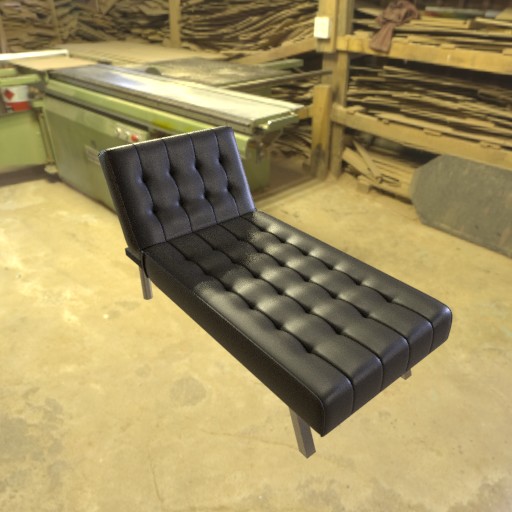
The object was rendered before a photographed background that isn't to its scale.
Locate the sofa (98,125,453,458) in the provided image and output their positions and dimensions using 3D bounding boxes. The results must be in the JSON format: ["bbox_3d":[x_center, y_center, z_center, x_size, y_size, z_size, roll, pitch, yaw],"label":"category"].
[{"bbox_3d":[0.000,0.000,2.023,0.760,0.820,1.560,-22,37,-33],"label":"sofa"}]
